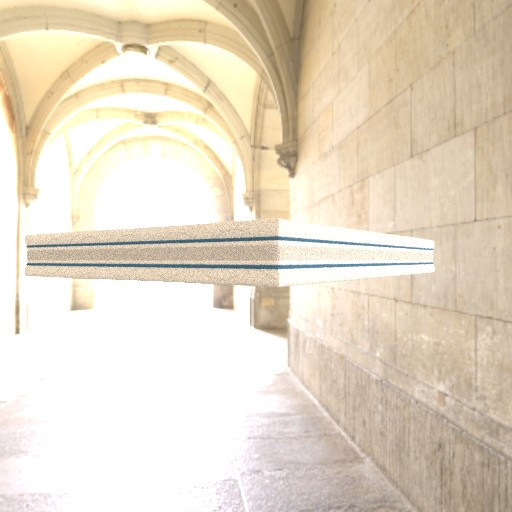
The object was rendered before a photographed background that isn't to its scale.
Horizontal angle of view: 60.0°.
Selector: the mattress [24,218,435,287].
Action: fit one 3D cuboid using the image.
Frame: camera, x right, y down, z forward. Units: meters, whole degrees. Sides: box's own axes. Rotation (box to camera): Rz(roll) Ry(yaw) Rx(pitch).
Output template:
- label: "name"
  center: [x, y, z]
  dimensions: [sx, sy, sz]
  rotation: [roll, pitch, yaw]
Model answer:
- label: "mattress"
  center: [0.000, 0.000, 2.698]
  dimensions: [1.600, 0.230, 2.000]
  rotation: [0, -1, 35]
